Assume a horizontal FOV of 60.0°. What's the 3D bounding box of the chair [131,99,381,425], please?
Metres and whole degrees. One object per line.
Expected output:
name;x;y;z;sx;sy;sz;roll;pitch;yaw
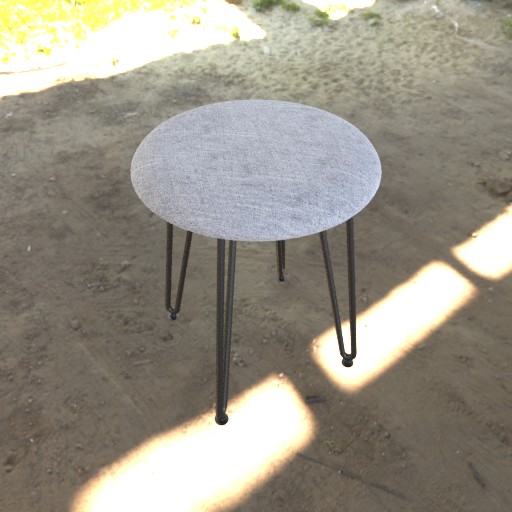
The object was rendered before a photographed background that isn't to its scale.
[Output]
chair;0.000;0.000;0.662;0.350;0.386;0.350;12;42;14
